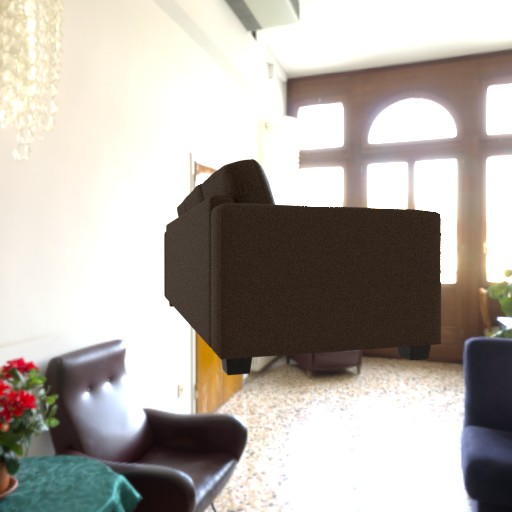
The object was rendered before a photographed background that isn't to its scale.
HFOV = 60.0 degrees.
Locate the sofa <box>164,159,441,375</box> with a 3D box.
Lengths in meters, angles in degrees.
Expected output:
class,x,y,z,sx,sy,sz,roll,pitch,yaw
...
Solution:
class,x,y,z,sx,sy,sz,roll,pitch,yaw
sofa,0.000,0.000,2.631,0.900,0.806,2.160,0,1,-17
